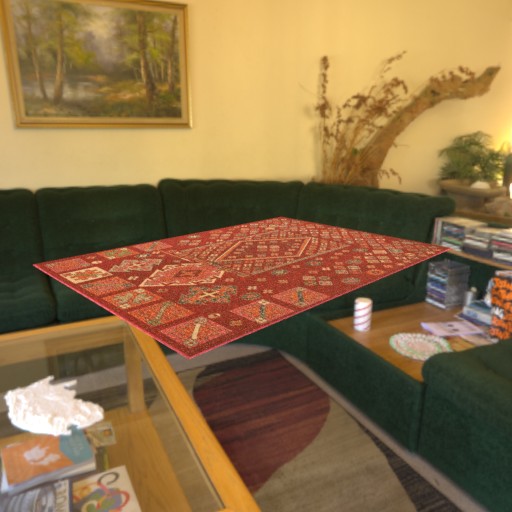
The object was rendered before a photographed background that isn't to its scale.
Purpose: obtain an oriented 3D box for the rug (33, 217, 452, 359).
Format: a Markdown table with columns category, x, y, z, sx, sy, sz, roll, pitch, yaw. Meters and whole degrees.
| category | x | y | z | sx | sy | sz | roll | pitch | yaw |
| --- | --- | --- | --- | --- | --- | --- | --- | --- | --- |
| rug | 0.000 | 0.000 | 4.286 | 3.306 | 0.011 | 2.389 | -15 | 21 | -42 |
